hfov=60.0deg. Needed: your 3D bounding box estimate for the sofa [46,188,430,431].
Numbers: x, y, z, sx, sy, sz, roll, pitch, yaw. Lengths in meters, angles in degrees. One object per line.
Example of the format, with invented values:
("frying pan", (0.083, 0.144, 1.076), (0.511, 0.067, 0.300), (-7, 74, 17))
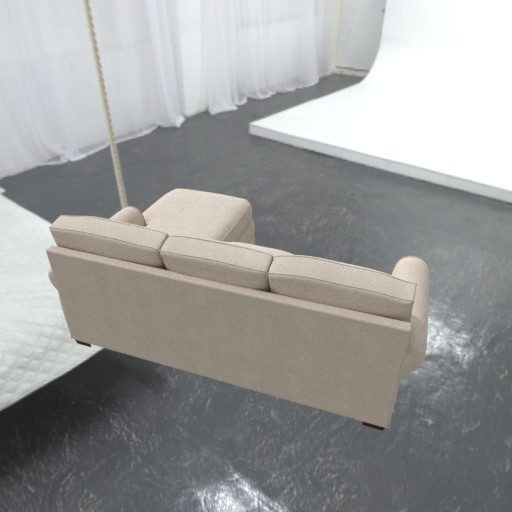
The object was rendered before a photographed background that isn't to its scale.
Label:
("sofa", (0.000, 0.000, 2.408), (1.770, 0.734, 1.226), (11, 35, 16))
